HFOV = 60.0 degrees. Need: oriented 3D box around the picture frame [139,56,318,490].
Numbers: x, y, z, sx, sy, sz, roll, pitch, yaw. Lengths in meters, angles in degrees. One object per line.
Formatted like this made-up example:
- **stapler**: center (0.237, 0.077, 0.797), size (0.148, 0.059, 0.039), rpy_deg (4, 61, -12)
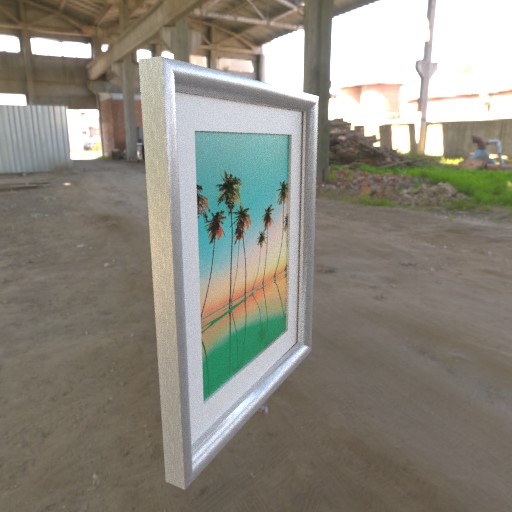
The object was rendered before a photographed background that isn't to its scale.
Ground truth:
- **picture frame**: center (0.000, 0.000, 0.516), size (0.027, 0.378, 0.327), rpy_deg (8, 16, 27)
